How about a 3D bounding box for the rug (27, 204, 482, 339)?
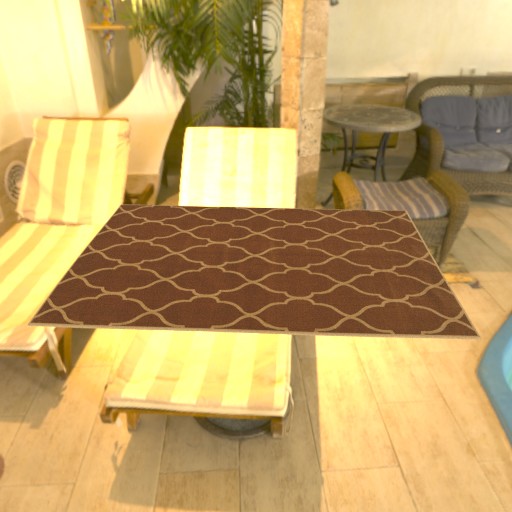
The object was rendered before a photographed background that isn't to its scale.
[{"bbox_3d":[0.000,0.000,2.870,2.290,0.014,1.526,1,30,2],"label":"rug"}]
